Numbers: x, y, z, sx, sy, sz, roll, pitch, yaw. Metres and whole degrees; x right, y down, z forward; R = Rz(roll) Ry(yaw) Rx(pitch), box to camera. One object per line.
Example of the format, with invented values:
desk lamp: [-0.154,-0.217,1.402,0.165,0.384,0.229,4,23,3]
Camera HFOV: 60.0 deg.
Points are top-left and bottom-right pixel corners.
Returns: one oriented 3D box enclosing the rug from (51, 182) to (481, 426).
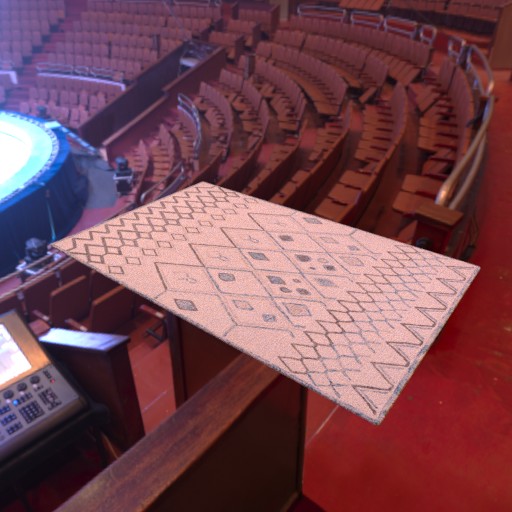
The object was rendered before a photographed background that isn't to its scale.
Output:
rug: [0.000,0.000,2.944,2.439,0.015,1.524,22,37,32]
